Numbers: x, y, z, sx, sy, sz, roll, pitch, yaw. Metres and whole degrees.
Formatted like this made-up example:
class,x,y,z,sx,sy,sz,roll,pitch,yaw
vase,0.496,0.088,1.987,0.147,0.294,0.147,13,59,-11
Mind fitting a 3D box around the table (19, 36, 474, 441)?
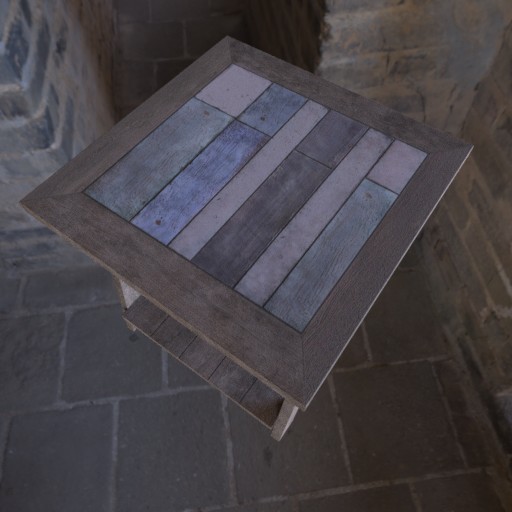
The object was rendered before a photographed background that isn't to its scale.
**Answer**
class,x,y,z,sx,sy,sz,roll,pitch,yaw
table,0.000,0.000,1.091,0.610,0.610,0.610,32,64,17
